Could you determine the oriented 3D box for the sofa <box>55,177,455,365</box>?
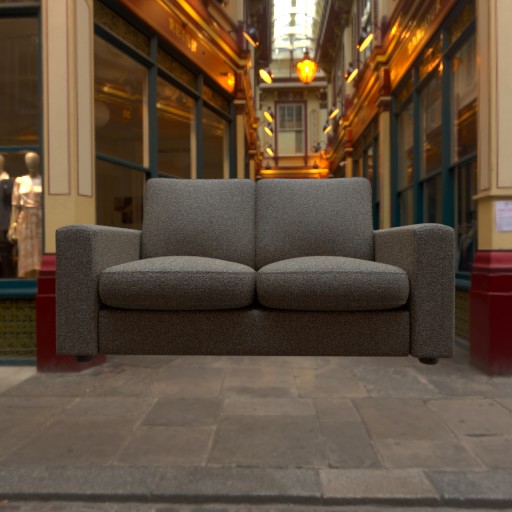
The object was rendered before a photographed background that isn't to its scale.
[{"bbox_3d":[0.000,0.000,2.237,1.616,0.873,1.016,0,1,1],"label":"sofa"}]
